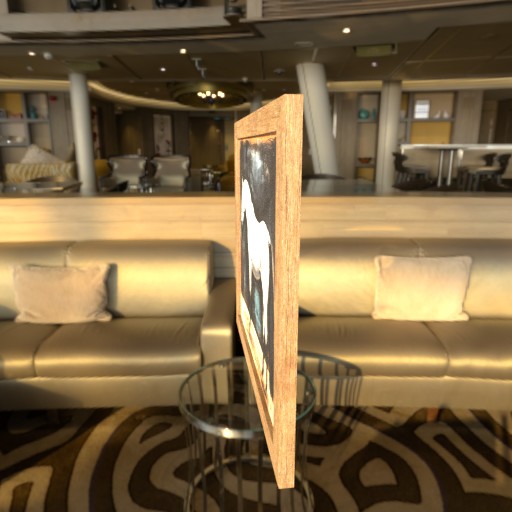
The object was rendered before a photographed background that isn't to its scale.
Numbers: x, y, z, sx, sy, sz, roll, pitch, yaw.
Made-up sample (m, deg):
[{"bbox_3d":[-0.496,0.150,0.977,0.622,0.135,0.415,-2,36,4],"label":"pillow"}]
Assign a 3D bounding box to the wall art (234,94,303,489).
[{"bbox_3d":[0.000,0.000,0.962,0.026,0.588,0.690,-2,14,-8],"label":"wall art"}]
